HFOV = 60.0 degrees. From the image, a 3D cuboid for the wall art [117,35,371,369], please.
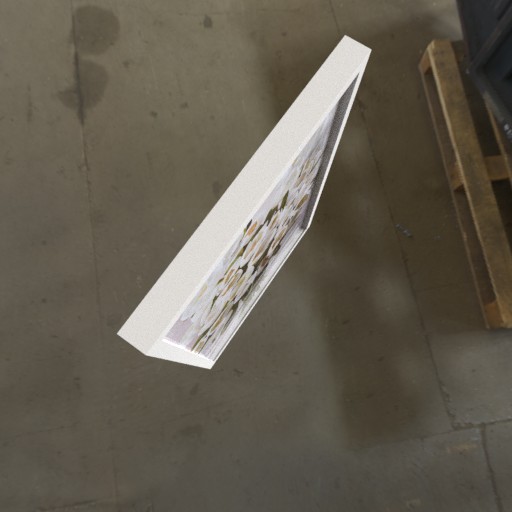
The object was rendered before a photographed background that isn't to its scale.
[{"bbox_3d":[0.000,0.000,0.533,0.025,0.428,0.293,34,77,9],"label":"wall art"}]
